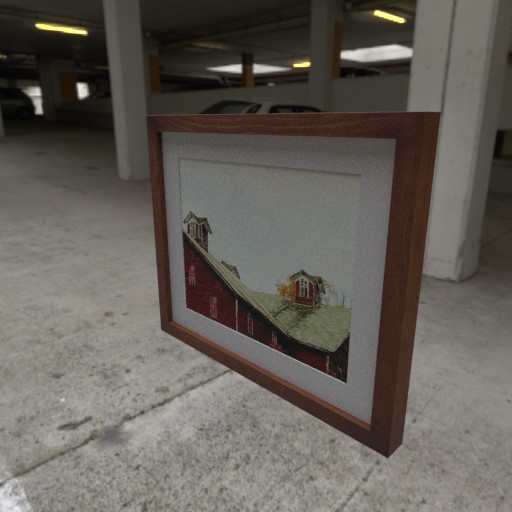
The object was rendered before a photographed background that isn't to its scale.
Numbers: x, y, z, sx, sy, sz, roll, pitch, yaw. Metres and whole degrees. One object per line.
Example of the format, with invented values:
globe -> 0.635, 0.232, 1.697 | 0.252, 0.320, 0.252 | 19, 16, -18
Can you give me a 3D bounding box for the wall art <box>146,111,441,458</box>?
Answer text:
wall art -> 0.000, 0.000, 0.538 | 0.401, 0.328, 0.030 | 16, 23, 43
